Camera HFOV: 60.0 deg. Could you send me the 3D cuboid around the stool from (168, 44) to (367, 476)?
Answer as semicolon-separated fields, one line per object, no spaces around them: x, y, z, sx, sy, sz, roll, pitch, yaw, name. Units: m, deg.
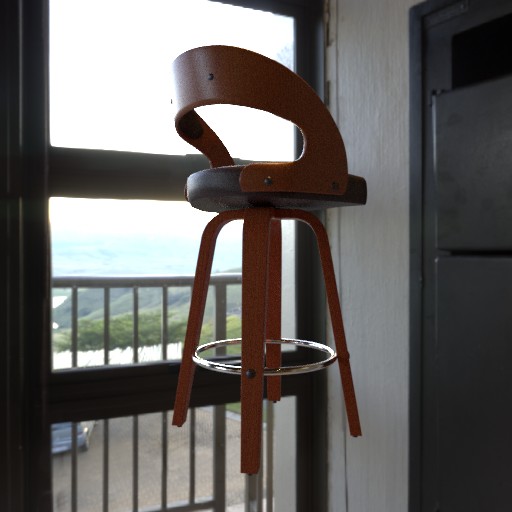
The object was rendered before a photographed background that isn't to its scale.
0.000;0.000;1.168;0.457;0.940;0.457;0;0;-36;stool
